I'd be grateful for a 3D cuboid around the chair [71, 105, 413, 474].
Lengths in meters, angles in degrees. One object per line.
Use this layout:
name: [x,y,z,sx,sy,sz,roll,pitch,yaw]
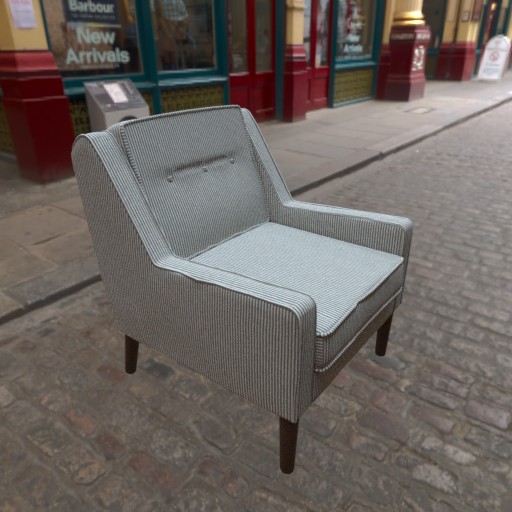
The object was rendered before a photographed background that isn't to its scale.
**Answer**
chair: [0.000,0.000,1.320,0.743,0.792,0.663,18,31,33]
